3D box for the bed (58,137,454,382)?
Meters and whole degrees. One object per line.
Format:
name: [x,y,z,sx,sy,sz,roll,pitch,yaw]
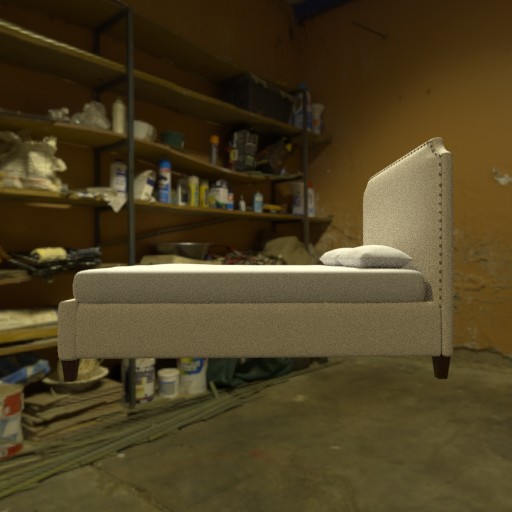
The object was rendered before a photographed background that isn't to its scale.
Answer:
bed: [0.000,0.000,3.456,2.372,1.497,1.712,0,0,-2]
